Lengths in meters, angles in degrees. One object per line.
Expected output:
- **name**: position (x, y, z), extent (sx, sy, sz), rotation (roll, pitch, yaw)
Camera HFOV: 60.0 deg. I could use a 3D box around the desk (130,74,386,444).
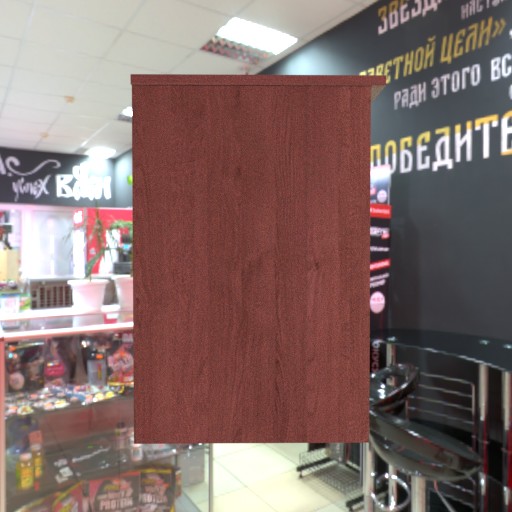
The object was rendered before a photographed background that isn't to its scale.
- **desk**: position (0.000, 0.000, 1.316), extent (0.498, 0.724, 0.893), rotation (0, 1, -1)
